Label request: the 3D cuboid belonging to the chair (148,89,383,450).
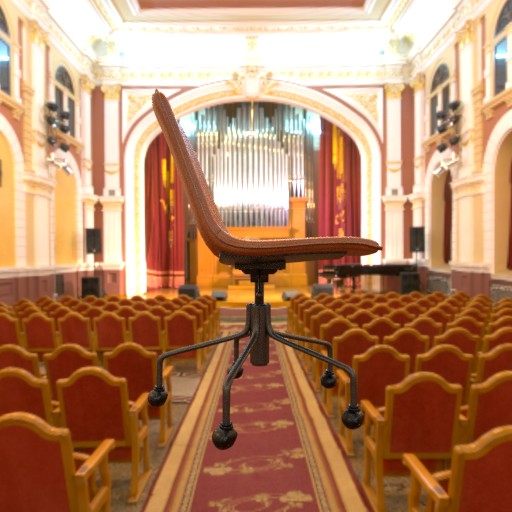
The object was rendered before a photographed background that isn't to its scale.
[{"bbox_3d":[0.000,0.000,1.356,0.660,0.920,0.651,0,0,0],"label":"chair"}]
